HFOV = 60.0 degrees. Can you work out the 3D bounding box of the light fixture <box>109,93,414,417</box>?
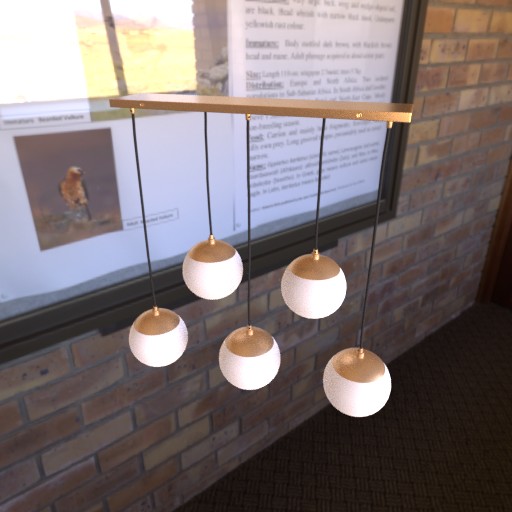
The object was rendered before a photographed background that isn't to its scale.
[{"bbox_3d":[0.000,0.000,1.311,0.863,0.869,0.299,9,27,17],"label":"light fixture"}]
